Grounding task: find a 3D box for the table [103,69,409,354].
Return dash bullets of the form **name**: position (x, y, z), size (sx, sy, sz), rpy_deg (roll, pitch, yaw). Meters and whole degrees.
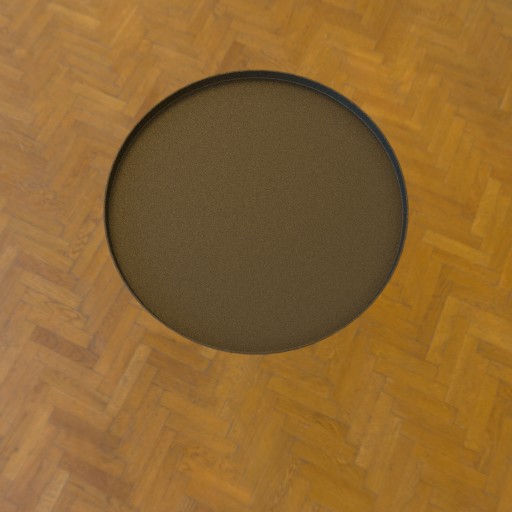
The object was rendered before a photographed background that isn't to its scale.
- **table**: position (0.000, 0.000, 1.068), size (0.502, 0.700, 0.502), rpy_deg (-20, 75, -6)
